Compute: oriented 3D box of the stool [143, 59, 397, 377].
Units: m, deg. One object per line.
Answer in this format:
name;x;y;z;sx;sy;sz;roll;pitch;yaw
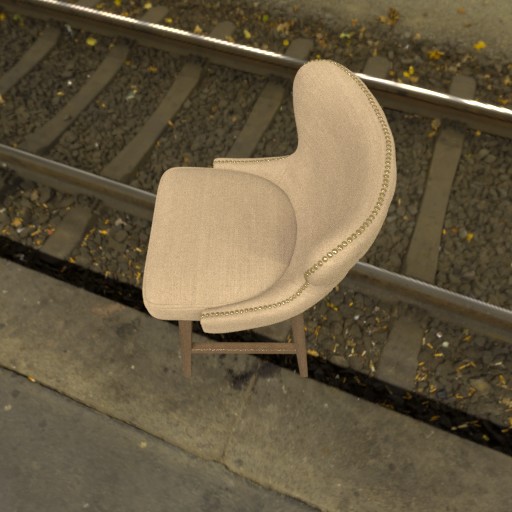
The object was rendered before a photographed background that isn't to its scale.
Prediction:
stool;0.000;0.000;1.347;0.597;0.972;0.615;1;58;0
